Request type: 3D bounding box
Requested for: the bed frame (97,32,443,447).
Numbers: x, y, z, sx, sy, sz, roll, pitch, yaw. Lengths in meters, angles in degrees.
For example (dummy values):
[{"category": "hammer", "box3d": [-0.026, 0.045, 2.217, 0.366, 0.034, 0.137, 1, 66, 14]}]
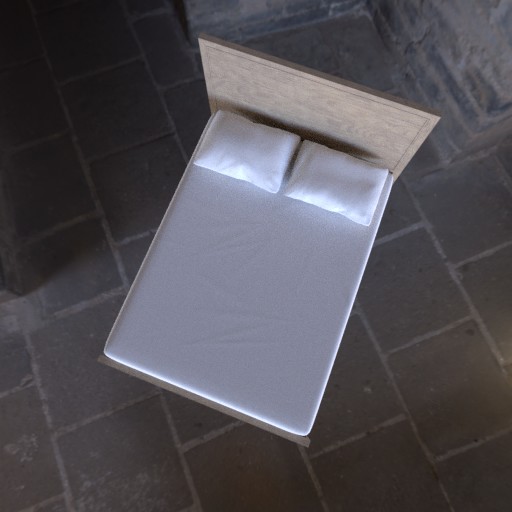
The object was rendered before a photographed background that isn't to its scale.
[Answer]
[{"category": "bed frame", "box3d": [0.000, 0.000, 3.184, 1.606, 1.369, 2.189, 20, 76, 5]}]
